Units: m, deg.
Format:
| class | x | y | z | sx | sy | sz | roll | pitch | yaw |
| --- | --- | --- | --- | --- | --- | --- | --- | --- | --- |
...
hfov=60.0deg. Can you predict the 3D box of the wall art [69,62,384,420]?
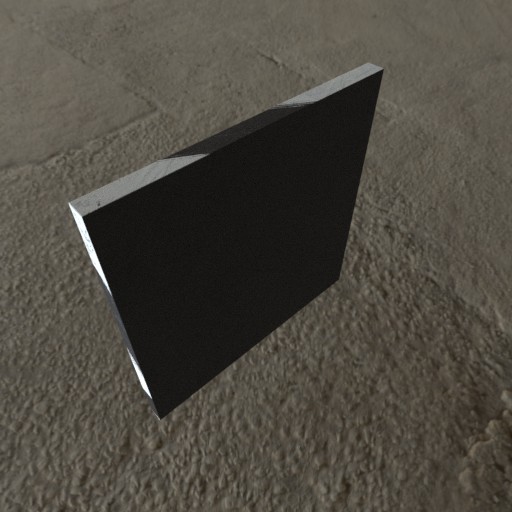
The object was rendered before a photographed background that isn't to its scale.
| class | x | y | z | sx | sy | sz | roll | pitch | yaw |
| --- | --- | --- | --- | --- | --- | --- | --- | --- | --- |
| wall art | 0.000 | 0.000 | 1.148 | 0.765 | 0.765 | 0.046 | -34 | 55 | -27 |
